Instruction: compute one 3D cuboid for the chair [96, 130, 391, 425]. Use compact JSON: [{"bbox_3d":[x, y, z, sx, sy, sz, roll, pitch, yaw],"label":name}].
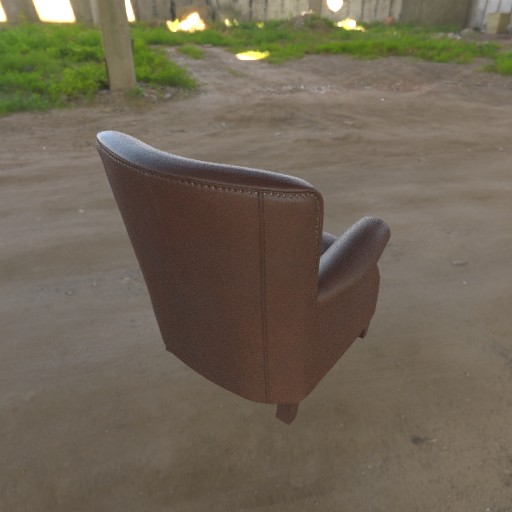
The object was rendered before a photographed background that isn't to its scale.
[{"bbox_3d":[0.000,0.000,1.376,0.700,0.800,0.746,22,36,32],"label":"chair"}]
